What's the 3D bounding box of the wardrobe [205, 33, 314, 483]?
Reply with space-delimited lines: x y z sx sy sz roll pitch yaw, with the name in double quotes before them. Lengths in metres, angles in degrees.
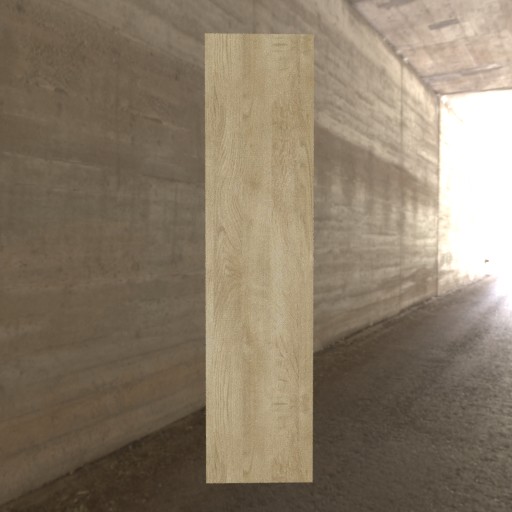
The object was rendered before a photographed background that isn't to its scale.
"wardrobe" 0.000 0.000 2.859 0.480 2.000 1.770 0 2 -1
